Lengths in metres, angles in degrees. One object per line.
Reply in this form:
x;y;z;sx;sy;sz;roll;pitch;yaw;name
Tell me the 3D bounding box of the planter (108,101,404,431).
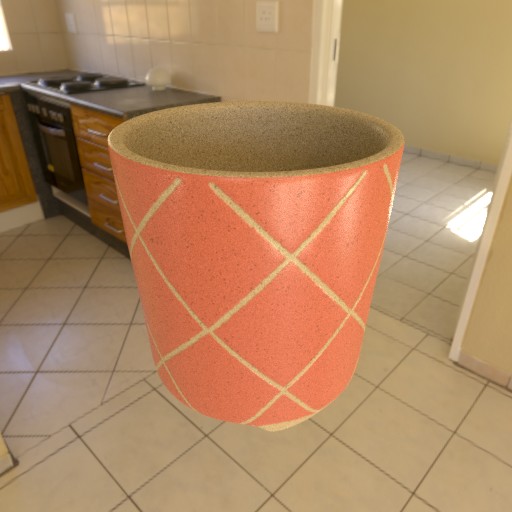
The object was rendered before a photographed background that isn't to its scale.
0.000;0.000;0.410;0.227;0.235;0.227;0;30;0;planter
